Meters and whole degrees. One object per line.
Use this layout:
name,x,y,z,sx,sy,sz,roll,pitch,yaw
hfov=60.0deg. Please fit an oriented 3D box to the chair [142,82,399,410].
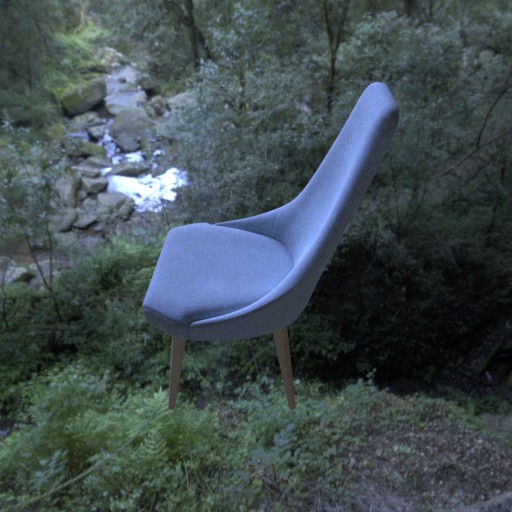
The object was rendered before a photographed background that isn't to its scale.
chair,0.000,0.000,1.403,0.660,1.040,0.510,2,40,3
